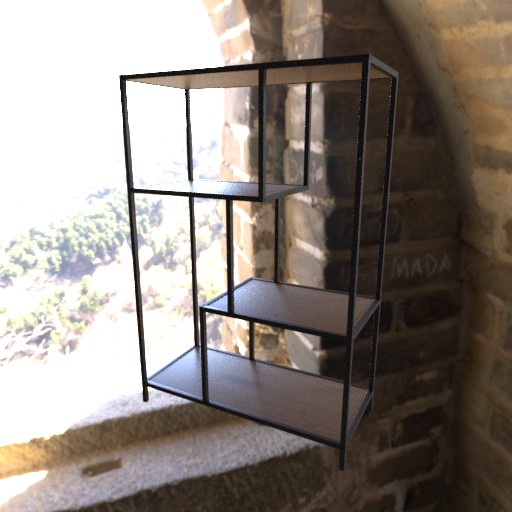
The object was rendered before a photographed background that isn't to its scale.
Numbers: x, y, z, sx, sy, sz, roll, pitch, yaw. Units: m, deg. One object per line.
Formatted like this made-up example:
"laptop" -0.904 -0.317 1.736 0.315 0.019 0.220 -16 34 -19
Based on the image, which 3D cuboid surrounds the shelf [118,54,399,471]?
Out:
"shelf" 0.000 0.000 1.484 0.770 1.138 0.350 8 17 27
